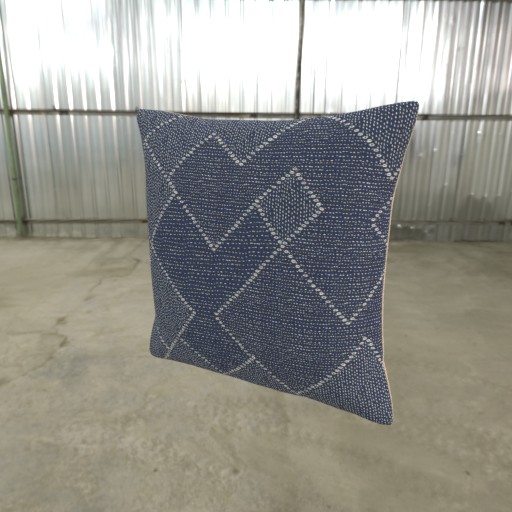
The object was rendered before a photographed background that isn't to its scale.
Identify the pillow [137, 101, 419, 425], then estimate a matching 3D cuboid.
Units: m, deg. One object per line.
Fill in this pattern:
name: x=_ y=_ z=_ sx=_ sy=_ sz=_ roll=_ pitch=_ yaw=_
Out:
pillow: x=0.000 y=0.000 z=0.663 sx=0.435 sy=0.428 sz=0.148 roll=8 pitch=17 yaw=27
